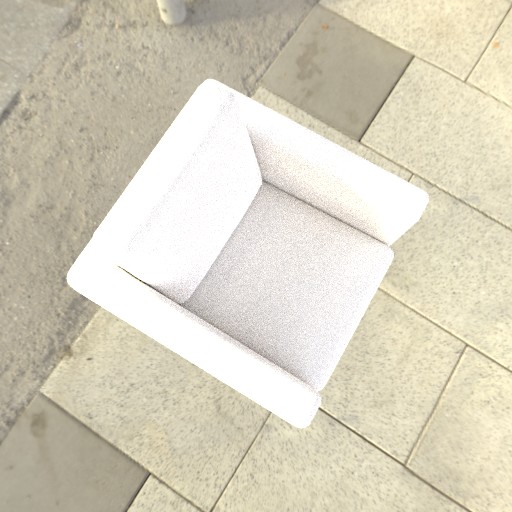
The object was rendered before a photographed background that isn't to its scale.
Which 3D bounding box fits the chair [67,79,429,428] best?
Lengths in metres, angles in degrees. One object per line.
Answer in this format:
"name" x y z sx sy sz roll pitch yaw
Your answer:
"chair" 0.000 0.000 1.582 0.879 0.899 0.831 30 78 7
